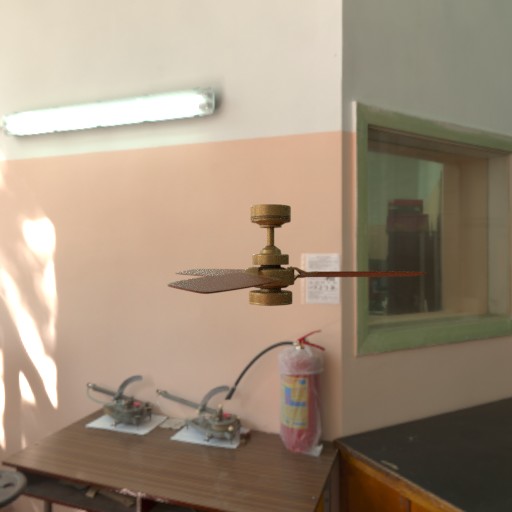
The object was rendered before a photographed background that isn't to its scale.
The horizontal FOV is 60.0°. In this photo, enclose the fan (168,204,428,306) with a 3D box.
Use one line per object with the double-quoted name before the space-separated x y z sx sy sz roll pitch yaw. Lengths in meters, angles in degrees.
"fan" 0.000 0.000 2.050 1.416 0.425 1.271 0 0 -37
